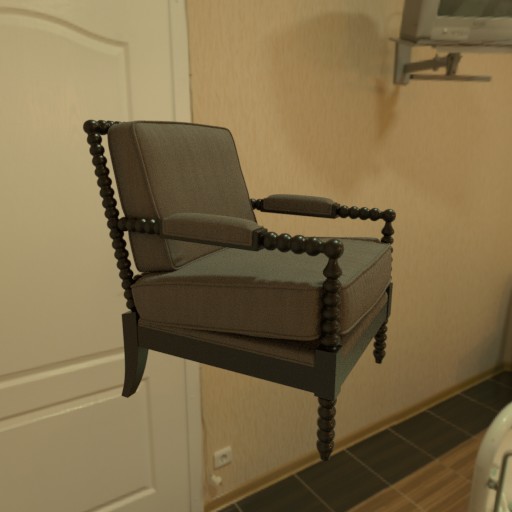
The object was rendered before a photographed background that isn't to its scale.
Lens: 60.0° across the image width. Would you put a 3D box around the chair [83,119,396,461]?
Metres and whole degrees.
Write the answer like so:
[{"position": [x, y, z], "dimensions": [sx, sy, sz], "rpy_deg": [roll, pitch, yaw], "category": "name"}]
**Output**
[{"position": [0.000, 0.000, 1.123], "dimensions": [0.622, 0.661, 0.540], "rpy_deg": [7, 15, 27], "category": "chair"}]
